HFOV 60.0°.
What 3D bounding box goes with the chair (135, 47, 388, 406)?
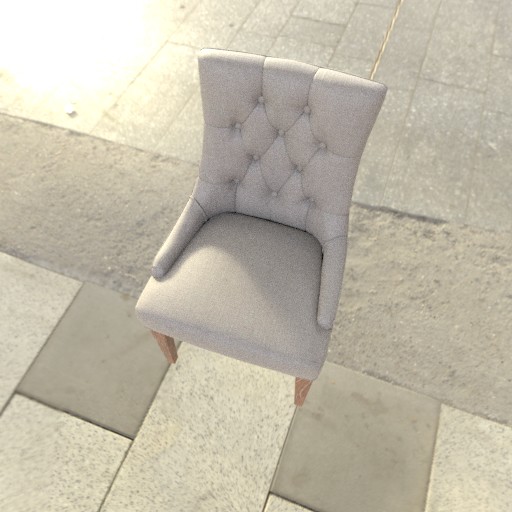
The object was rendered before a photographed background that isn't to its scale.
[{"bbox_3d":[0.000,0.000,1.233,0.509,0.874,0.565,16,59,10],"label":"chair"}]
